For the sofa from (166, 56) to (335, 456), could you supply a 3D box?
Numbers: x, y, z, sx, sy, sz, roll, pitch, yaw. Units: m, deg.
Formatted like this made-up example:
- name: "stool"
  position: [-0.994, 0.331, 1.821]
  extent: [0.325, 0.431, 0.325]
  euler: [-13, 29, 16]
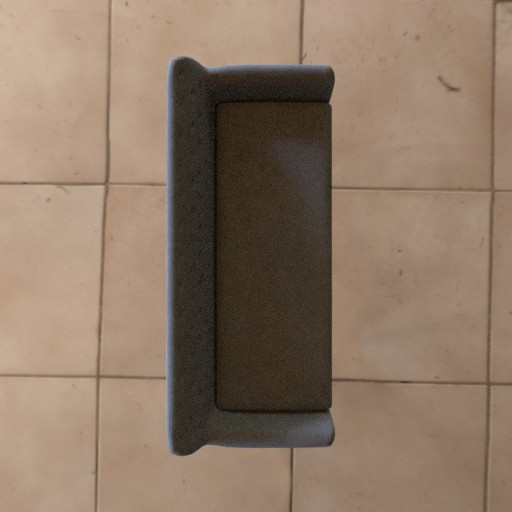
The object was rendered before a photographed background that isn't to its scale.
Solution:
- name: "sofa"
  position: [0.000, 0.000, 2.423]
  extent: [0.830, 0.830, 1.970]
  euler: [0, 90, 0]
